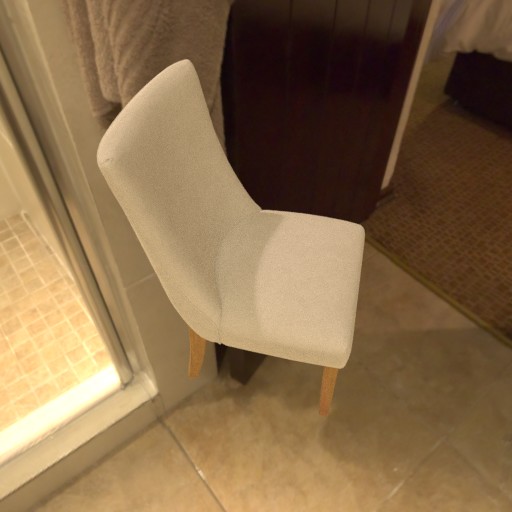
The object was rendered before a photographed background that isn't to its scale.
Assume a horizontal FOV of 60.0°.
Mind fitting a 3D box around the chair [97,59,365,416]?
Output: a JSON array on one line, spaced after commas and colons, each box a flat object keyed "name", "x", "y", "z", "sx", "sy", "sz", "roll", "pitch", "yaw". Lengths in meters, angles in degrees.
[{"name": "chair", "x": 0.000, "y": 0.000, "z": 1.283, "sx": 0.610, "sy": 0.902, "sz": 0.495, "roll": 10, "pitch": 48, "yaw": 9}]
